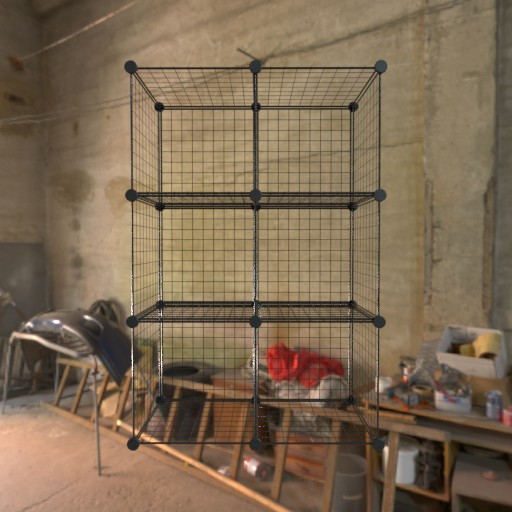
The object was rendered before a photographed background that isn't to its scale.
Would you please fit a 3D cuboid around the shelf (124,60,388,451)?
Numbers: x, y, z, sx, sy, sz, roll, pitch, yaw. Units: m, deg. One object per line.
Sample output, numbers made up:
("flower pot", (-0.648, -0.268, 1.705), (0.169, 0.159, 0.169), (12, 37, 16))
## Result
("shelf", (0.000, 0.000, 1.387), (0.711, 1.067, 0.356), (0, 1, 0))
